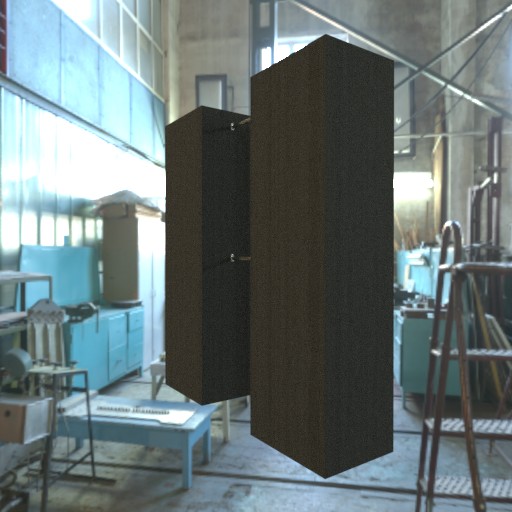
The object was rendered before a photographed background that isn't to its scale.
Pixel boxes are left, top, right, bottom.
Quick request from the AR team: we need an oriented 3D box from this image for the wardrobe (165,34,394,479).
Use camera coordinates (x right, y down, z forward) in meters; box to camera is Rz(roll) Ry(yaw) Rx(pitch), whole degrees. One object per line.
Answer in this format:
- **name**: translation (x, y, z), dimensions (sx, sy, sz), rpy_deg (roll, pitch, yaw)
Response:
- **wardrobe**: translation (0.000, 0.000, 2.852), dimensions (0.480, 2.000, 1.770), rpy_deg (0, 0, -35)
